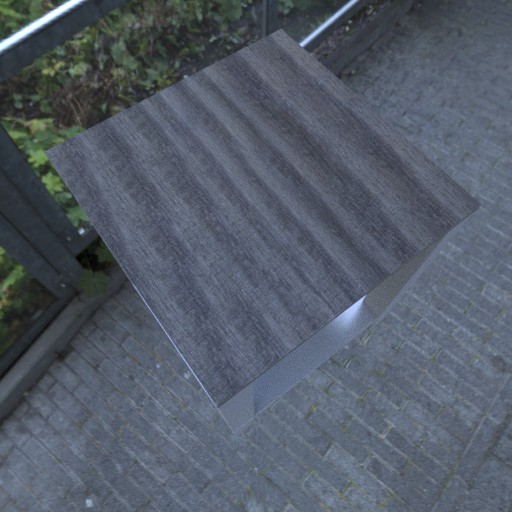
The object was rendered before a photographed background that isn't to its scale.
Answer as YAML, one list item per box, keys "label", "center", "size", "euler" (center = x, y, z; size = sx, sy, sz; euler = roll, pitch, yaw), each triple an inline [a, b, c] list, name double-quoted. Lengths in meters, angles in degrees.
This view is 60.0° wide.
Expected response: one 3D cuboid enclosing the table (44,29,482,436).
- label: "table"
  center: [0.000, 0.000, 0.981]
  size: [0.504, 0.587, 0.506]
  euler: [-34, 69, -15]
